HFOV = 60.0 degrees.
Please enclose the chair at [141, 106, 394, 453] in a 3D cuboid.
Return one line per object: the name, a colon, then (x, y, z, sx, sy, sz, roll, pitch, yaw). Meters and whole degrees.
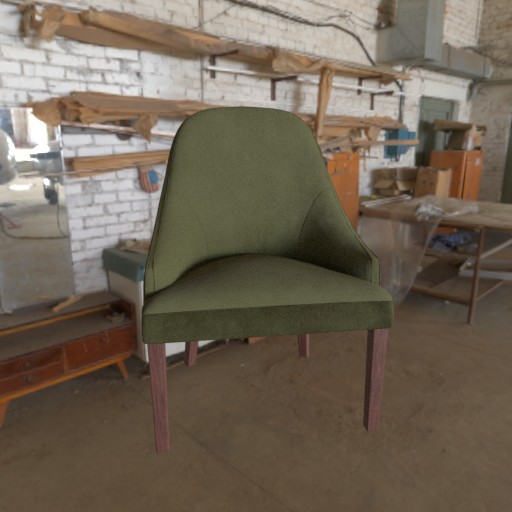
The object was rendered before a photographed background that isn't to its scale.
chair: (0.000, 0.000, 1.333, 0.643, 0.889, 0.575, -2, 15, -8)
